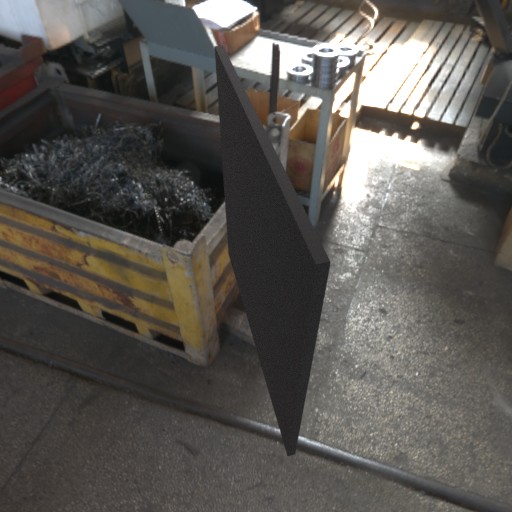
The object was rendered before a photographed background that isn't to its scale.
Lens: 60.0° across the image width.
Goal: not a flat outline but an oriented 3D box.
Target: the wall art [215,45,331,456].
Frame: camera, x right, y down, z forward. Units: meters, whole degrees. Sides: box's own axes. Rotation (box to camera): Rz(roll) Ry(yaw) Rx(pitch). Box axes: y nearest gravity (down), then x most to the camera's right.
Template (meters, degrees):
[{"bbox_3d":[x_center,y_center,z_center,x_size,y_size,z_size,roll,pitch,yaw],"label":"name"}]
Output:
[{"bbox_3d":[0.000,0.000,0.688,0.013,0.458,0.456,-11,48,-10],"label":"wall art"}]
